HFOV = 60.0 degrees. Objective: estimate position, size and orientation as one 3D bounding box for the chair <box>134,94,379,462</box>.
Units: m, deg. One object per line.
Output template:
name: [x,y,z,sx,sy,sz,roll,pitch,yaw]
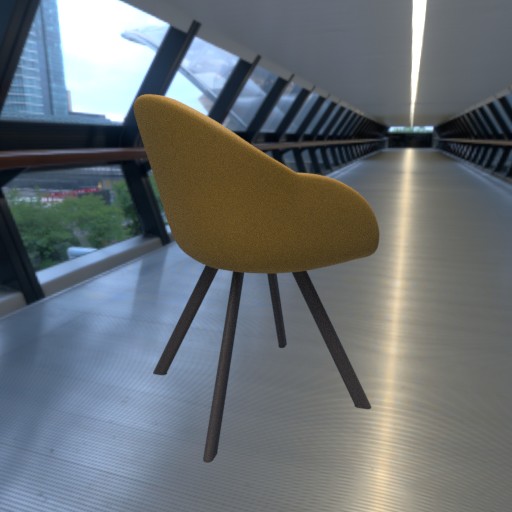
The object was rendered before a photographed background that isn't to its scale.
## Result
chair: [0.000,0.000,1.199,0.583,0.793,0.551,-7,15,-26]
